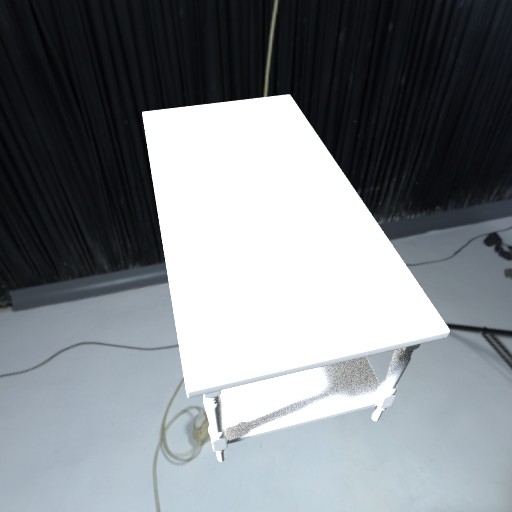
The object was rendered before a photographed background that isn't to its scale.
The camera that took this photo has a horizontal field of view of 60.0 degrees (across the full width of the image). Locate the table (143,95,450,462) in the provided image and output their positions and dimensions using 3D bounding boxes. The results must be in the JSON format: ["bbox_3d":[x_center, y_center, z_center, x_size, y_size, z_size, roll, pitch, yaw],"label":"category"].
[{"bbox_3d":[0.000,0.000,1.426,0.550,0.510,1.107,-10,46,-10],"label":"table"}]
